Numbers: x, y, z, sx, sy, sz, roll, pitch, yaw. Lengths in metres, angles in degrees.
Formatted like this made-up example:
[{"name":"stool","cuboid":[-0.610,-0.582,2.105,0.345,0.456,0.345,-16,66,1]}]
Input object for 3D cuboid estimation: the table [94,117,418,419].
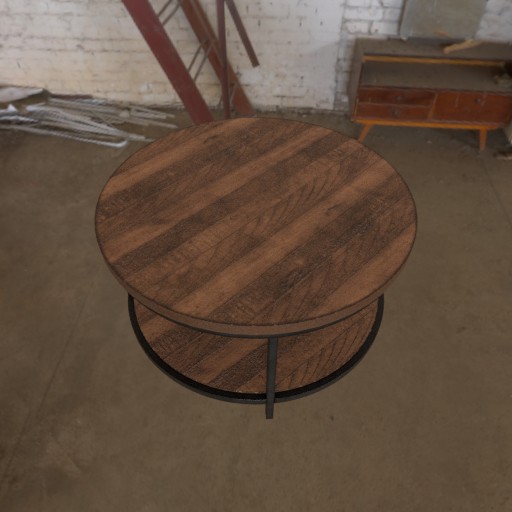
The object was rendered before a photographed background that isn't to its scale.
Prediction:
[{"name":"table","cuboid":[0.000,0.000,1.350,0.837,0.462,0.837,0,46,0]}]
